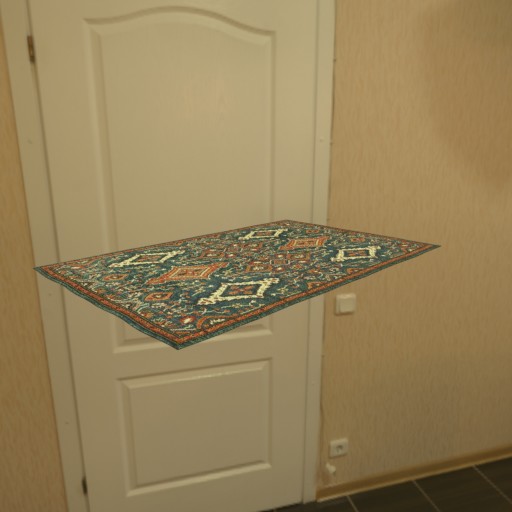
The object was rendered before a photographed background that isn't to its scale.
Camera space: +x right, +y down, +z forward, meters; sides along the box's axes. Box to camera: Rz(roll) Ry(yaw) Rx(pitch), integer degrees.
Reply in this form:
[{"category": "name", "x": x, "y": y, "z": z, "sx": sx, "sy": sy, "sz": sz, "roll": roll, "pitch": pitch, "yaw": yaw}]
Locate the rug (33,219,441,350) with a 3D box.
[{"category": "rug", "x": 0.000, "y": 0.000, "z": 4.252, "sx": 3.371, "sy": 0.008, "sz": 2.190, "roll": -14, "pitch": 21, "yaw": -43}]
